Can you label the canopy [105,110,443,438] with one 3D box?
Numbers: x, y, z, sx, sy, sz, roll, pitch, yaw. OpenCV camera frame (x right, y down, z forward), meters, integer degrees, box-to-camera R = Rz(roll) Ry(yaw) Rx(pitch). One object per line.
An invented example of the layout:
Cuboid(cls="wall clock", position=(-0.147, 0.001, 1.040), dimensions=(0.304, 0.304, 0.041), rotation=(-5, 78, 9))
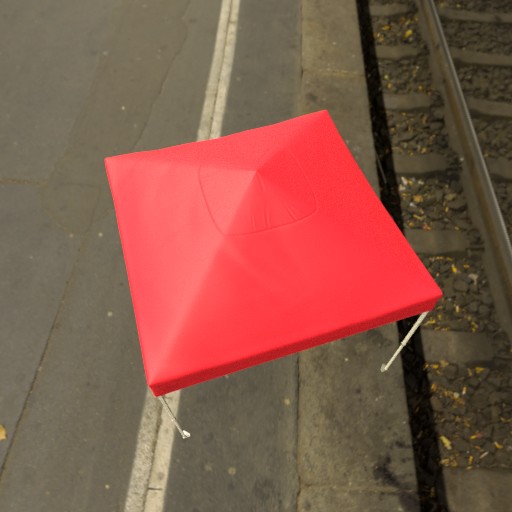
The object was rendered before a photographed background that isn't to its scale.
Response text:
Cuboid(cls="canopy", position=(0.000, 0.000, 5.572), dimensions=(2.996, 2.997, 2.998), rotation=(-15, 58, -10))
